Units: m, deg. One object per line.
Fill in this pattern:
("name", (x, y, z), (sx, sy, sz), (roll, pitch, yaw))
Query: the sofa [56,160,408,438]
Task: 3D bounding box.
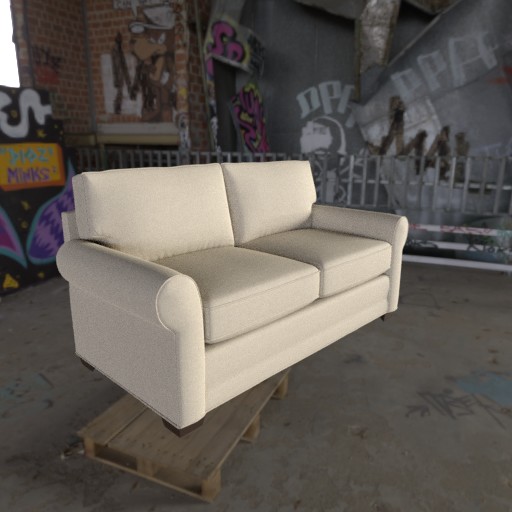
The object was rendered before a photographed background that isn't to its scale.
("sofa", (0.000, 0.000, 2.314), (0.861, 0.933, 1.774), (14, 20, 42))
